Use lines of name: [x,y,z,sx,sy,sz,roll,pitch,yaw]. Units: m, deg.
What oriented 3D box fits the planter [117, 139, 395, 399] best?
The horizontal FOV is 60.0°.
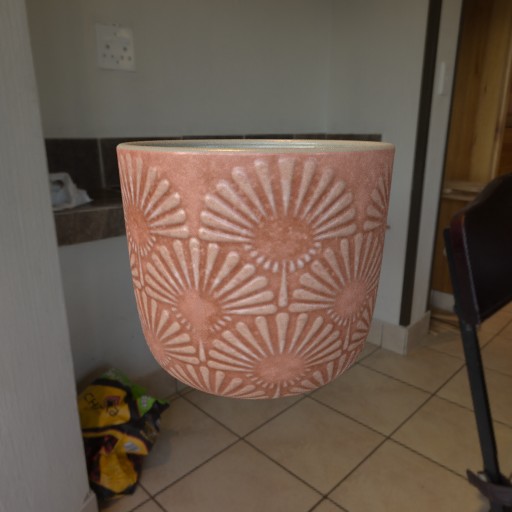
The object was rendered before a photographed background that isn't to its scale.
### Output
planter: [0.000,0.000,0.220,0.124,0.109,0.124,0,16,0]
